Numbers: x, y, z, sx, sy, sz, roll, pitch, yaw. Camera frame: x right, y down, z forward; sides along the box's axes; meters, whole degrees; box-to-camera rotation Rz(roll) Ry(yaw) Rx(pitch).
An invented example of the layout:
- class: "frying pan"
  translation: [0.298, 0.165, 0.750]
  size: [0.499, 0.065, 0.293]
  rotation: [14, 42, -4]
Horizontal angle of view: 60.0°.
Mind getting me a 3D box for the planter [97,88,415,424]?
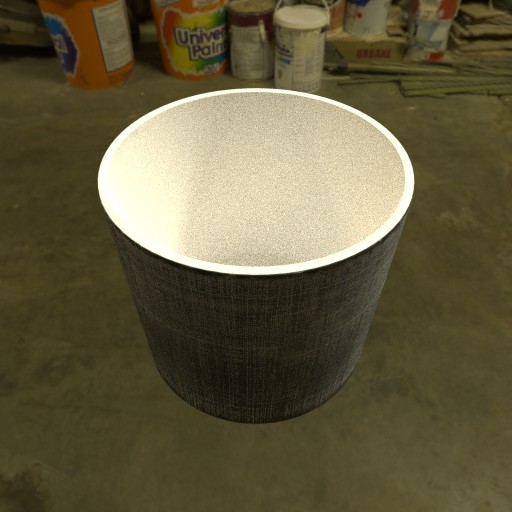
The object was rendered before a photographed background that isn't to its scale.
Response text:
- class: "planter"
  translation: [0.000, 0.000, 0.390]
  size: [0.221, 0.201, 0.221]
  rotation: [0, 46, 0]
